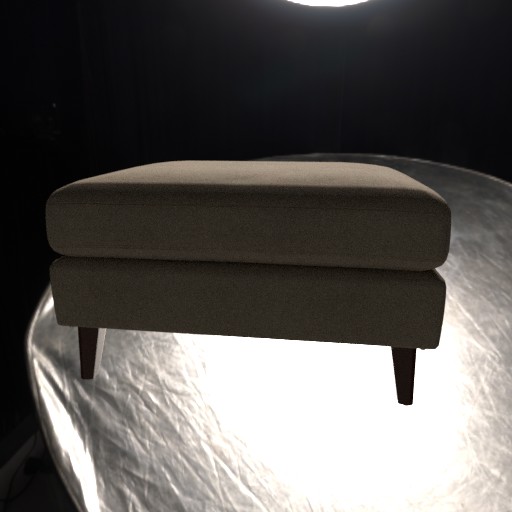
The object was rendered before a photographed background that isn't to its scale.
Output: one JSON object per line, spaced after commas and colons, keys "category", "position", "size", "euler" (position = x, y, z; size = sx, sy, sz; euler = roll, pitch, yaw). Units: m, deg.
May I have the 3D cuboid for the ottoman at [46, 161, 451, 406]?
{"category": "ottoman", "position": [0.000, 0.000, 1.184], "size": [0.823, 0.478, 0.610], "euler": [2, 16, 8]}
